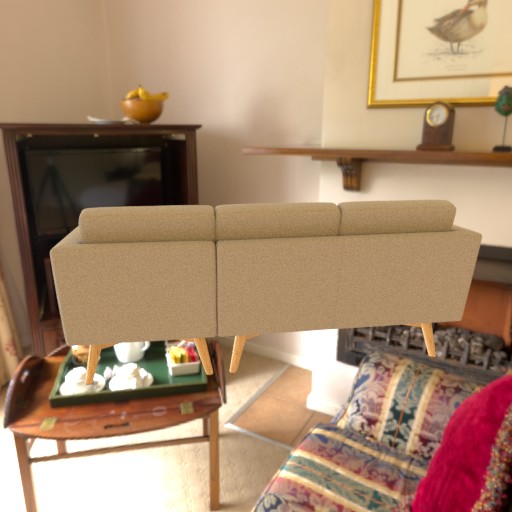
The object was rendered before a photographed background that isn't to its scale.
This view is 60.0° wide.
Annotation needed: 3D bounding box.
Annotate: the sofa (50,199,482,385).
[{"bbox_3d":[0.000,0.000,2.816,2.040,0.860,1.530,-2,15,-8],"label":"sofa"}]
